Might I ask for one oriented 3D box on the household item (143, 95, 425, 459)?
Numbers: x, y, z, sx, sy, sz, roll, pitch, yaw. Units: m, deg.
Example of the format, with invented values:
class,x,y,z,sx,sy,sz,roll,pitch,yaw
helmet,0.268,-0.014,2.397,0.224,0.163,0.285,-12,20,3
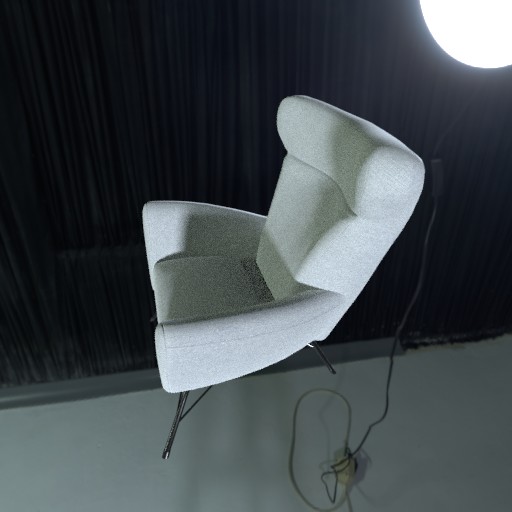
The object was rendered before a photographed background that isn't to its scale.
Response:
class,x,y,z,sx,sy,sz,roll,pitch,yaw
household item,0.000,0.000,1.736,0.900,1.050,0.980,-8,31,-13
